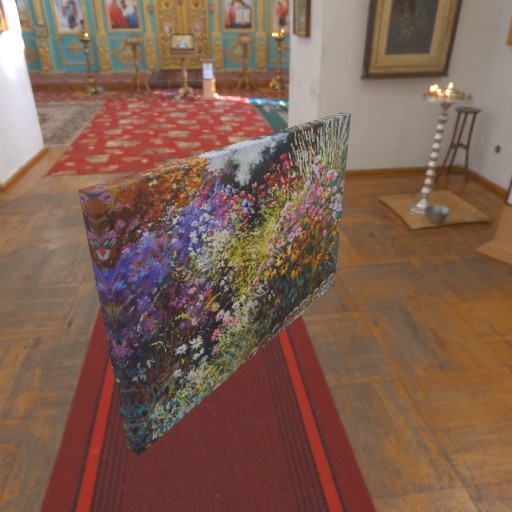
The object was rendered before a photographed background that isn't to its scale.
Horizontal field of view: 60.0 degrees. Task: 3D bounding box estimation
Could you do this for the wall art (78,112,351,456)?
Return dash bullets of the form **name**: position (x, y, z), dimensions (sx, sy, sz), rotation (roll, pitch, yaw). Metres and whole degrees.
- **wall art**: position (0.000, 0.000, 1.167), dimensions (0.037, 0.604, 0.908), rotation (19, 33, 32)
